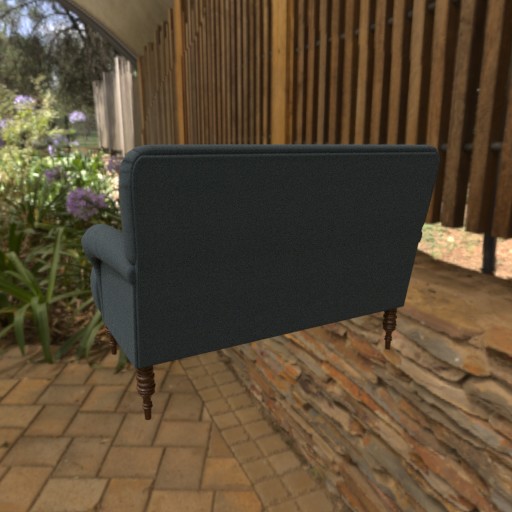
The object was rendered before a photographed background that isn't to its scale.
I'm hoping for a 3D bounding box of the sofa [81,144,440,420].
[{"bbox_3d":[0.000,0.000,1.823,1.297,0.889,0.779,-8,16,-28],"label":"sofa"}]
